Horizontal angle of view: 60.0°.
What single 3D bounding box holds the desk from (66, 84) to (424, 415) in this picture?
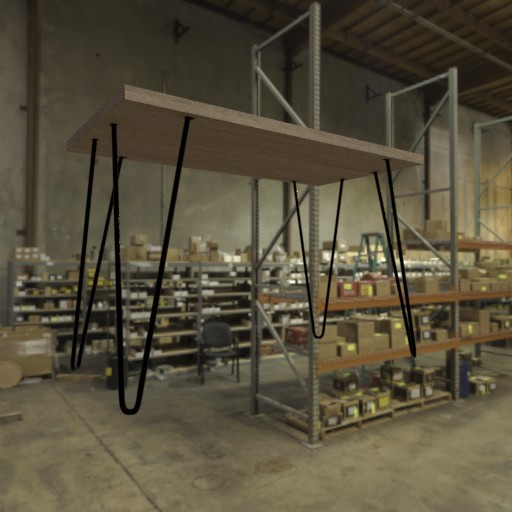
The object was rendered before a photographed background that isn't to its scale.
[{"bbox_3d":[0.000,0.000,1.359,0.991,0.660,0.499,1,-1,-35],"label":"desk"}]
